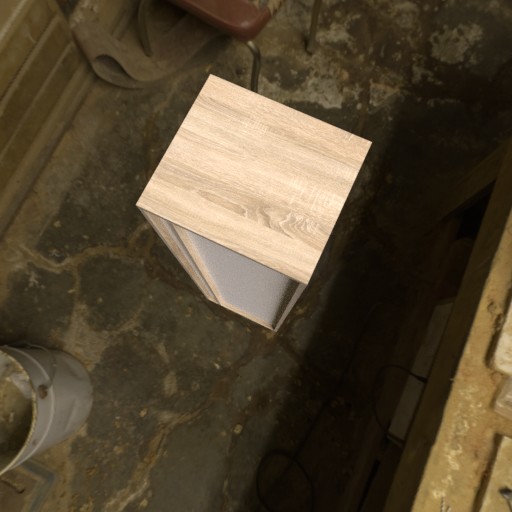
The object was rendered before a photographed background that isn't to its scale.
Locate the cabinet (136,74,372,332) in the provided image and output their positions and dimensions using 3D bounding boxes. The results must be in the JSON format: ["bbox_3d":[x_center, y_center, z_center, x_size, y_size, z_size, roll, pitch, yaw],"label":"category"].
[{"bbox_3d":[0.000,0.000,2.180,0.510,1.960,0.450,25,78,6],"label":"cabinet"}]
